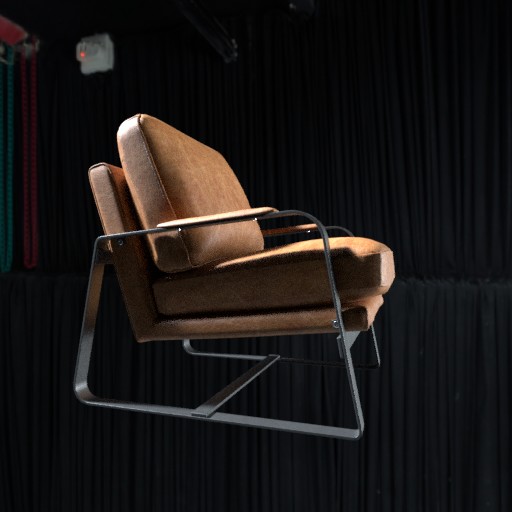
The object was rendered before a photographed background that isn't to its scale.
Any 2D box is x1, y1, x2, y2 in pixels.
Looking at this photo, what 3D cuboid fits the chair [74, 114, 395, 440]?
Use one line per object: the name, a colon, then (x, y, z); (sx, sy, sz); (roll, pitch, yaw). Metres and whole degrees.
chair: (0.000, 0.000, 1.349); (0.801, 0.777, 0.651); (0, 0, 19)
